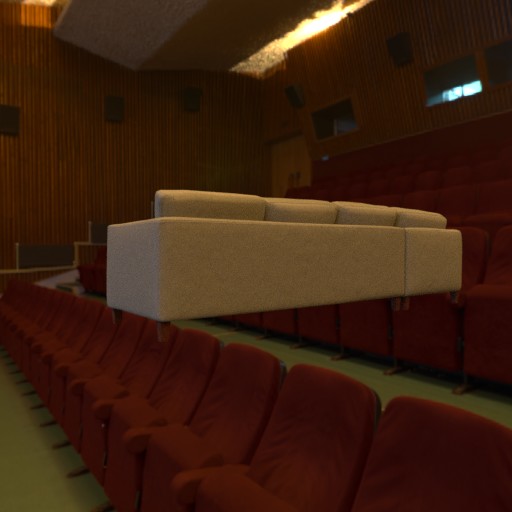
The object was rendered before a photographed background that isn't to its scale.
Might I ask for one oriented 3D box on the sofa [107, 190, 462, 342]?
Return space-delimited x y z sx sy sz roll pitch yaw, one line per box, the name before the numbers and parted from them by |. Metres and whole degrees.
sofa | 0.000 0.000 4.505 3.301 0.947 2.592 -1 1 -36
